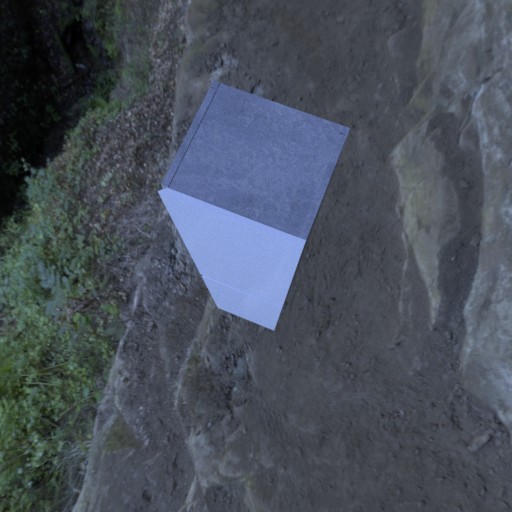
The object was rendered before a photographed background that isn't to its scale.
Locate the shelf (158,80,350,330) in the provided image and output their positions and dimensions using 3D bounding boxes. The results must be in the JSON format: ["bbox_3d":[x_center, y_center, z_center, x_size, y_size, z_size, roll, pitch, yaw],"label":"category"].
[{"bbox_3d":[0.000,0.000,1.547,0.300,1.400,0.270,21,75,6],"label":"shelf"}]
